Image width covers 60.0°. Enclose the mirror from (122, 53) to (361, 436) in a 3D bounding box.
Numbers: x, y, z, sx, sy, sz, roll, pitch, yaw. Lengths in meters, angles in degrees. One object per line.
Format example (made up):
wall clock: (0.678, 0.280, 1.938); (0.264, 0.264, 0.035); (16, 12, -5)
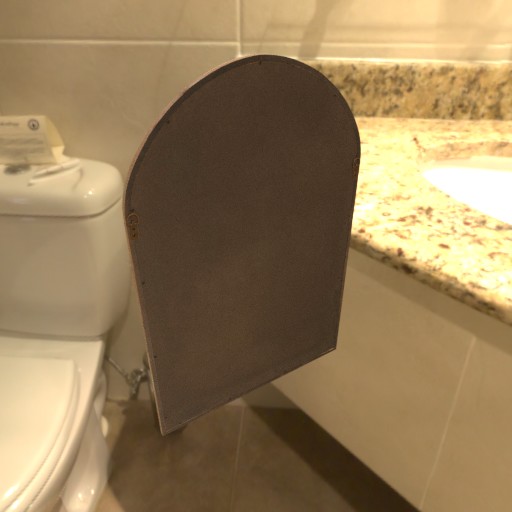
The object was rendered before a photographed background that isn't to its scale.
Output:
mirror: (0.000, 0.000, 1.094); (0.609, 0.915, 0.032); (-19, 36, -27)
